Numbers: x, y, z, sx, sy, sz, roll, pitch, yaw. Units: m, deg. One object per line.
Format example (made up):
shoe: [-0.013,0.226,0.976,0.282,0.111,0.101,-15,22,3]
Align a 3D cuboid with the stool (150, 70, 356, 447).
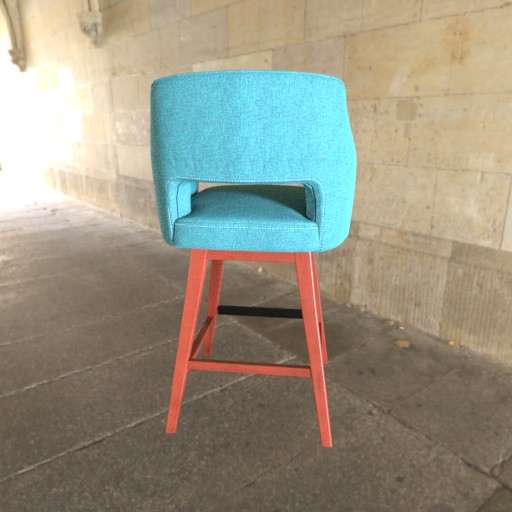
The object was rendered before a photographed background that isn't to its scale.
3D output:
stool: [0.000,0.000,1.309,0.548,0.961,0.556,2,16,7]
